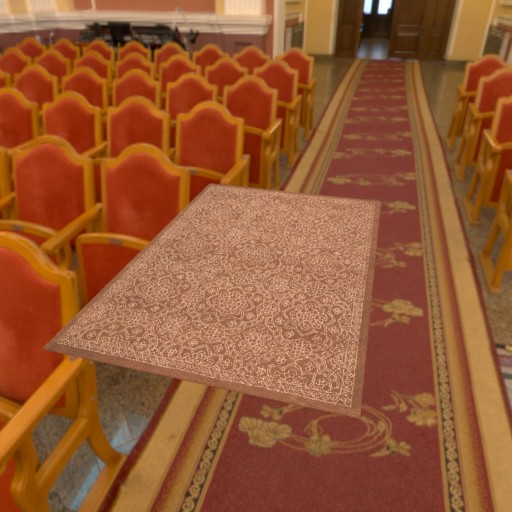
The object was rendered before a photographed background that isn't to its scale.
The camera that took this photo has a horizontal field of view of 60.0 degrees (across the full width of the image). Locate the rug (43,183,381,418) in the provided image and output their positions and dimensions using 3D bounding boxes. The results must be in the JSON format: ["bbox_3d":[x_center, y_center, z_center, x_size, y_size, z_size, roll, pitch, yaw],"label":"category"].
[{"bbox_3d":[0.000,0.000,2.933,1.524,0.011,2.286,8,31,14],"label":"rug"}]
